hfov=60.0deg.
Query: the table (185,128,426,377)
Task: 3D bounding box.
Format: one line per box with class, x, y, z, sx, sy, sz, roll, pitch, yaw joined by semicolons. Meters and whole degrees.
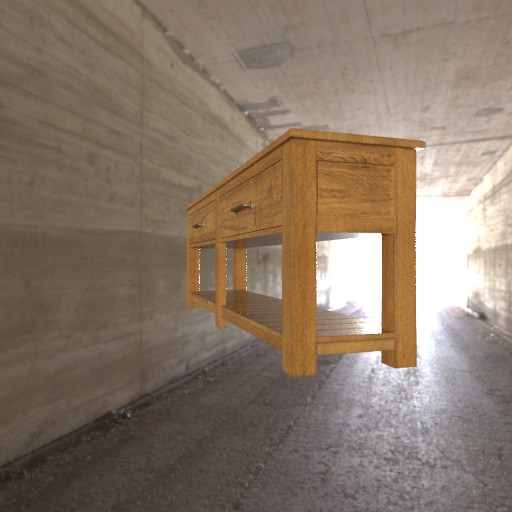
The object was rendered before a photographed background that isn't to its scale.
table;0.000;0.000;2.040;0.425;0.635;1.815;0;0;-17
